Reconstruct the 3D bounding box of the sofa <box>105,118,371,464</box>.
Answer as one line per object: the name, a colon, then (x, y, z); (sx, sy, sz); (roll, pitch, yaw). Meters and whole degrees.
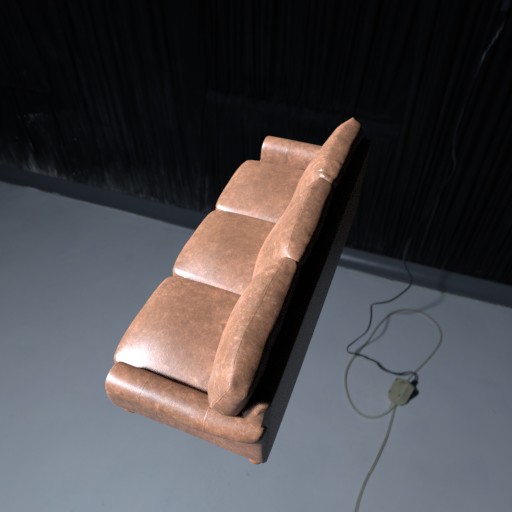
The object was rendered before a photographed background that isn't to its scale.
sofa: (0.000, 0.000, 2.887); (0.973, 0.977, 2.351); (16, 50, 14)
